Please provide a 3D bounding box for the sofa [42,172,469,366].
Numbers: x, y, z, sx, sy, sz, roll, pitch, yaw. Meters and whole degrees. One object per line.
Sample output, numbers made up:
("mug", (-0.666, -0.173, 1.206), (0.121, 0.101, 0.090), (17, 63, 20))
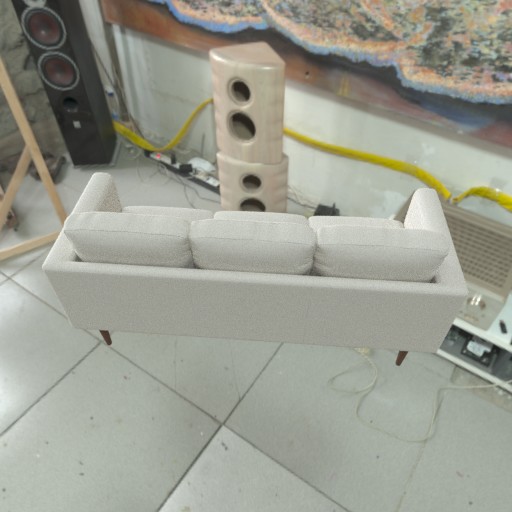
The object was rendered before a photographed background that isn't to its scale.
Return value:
("sofa", (0.000, 0.000, 2.520), (2.029, 0.912, 0.802), (3, 47, 3))
